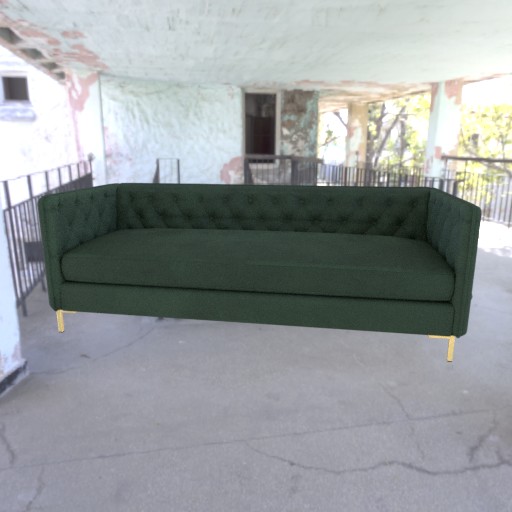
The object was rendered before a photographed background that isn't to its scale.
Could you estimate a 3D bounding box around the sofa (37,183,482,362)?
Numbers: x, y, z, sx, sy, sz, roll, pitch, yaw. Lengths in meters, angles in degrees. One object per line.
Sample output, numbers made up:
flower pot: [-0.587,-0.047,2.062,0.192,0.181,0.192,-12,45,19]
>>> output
sofa: [0.000,0.000,2.613,2.209,0.771,0.895,2,14,9]
